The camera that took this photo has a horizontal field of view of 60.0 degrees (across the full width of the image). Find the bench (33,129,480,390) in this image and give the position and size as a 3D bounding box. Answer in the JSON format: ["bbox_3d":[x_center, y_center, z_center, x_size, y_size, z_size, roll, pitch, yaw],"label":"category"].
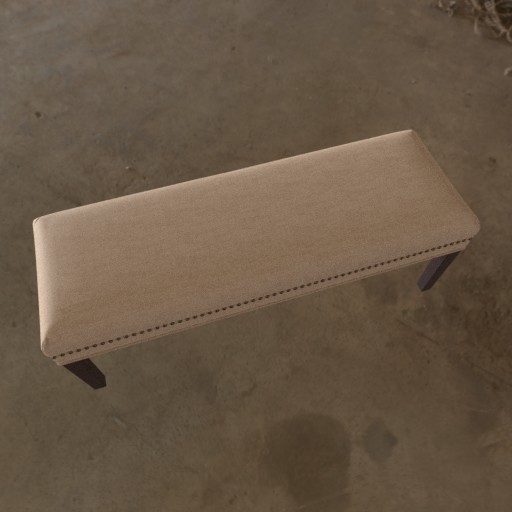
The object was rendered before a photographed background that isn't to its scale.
[{"bbox_3d":[0.000,0.000,1.410,1.219,0.457,0.410,-15,60,-9],"label":"bench"}]
